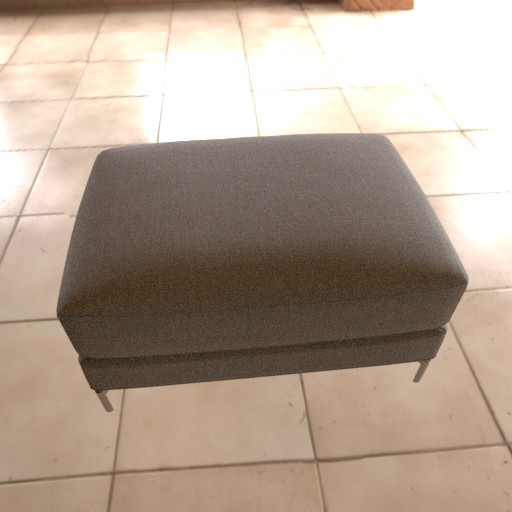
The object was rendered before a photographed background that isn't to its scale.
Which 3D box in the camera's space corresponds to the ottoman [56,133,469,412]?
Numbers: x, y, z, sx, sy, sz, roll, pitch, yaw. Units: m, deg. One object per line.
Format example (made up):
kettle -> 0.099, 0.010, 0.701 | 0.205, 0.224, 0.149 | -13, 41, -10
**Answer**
ottoman -> 0.000, 0.000, 1.151 | 0.838, 0.457, 0.584 | -4, 46, -4
